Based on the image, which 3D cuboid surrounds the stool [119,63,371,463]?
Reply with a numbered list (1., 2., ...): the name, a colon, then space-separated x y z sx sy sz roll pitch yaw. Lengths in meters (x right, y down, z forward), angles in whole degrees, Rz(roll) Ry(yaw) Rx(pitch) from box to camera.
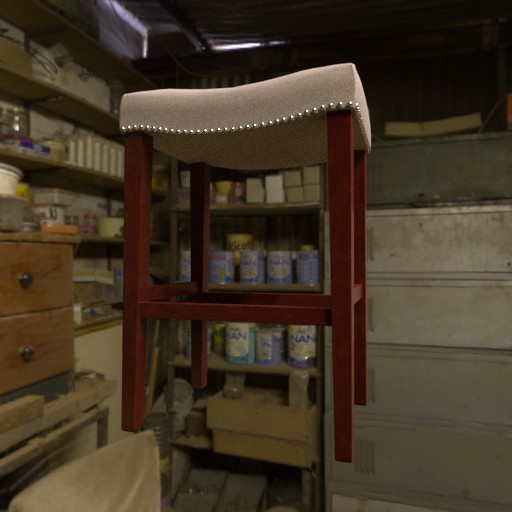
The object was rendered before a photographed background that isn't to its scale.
1. stool: 0.000 0.000 1.036 0.504 0.742 0.372 0 -1 18
